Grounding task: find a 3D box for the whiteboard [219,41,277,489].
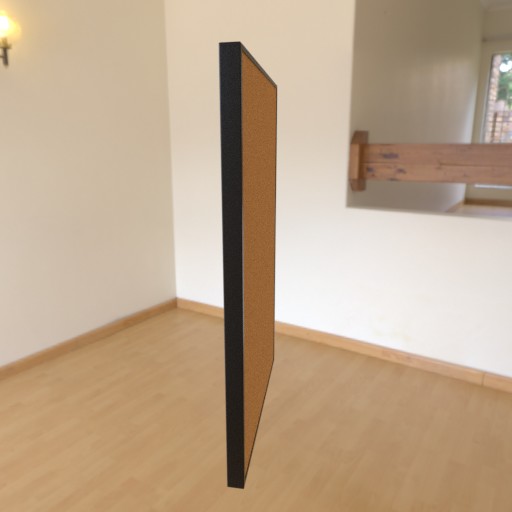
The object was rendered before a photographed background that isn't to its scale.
[{"bbox_3d":[0.000,0.000,0.778,0.026,0.611,0.406,2,15,8],"label":"whiteboard"}]
